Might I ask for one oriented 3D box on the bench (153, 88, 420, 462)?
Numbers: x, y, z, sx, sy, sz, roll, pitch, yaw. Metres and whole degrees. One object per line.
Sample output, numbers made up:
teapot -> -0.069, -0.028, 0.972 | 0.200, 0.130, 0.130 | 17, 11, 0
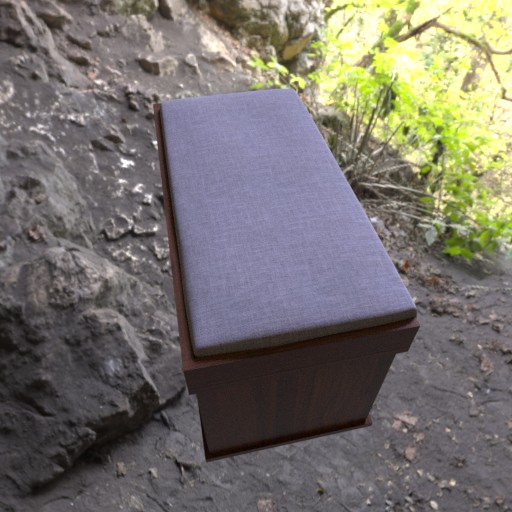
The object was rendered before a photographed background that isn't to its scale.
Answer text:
bench -> 0.000, 0.000, 1.022 | 0.362, 0.461, 0.734 | -9, 48, -8
